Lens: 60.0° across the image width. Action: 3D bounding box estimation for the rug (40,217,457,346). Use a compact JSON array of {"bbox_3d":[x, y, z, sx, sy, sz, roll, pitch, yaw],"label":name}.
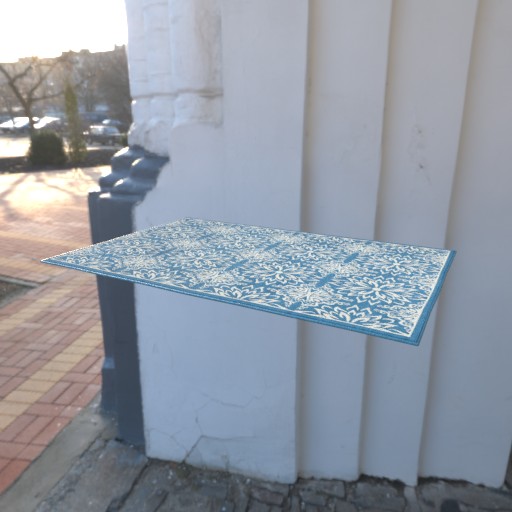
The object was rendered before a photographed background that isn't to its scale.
[{"bbox_3d":[0.000,0.000,3.520,2.769,0.018,1.830,9,19,27],"label":"rug"}]
